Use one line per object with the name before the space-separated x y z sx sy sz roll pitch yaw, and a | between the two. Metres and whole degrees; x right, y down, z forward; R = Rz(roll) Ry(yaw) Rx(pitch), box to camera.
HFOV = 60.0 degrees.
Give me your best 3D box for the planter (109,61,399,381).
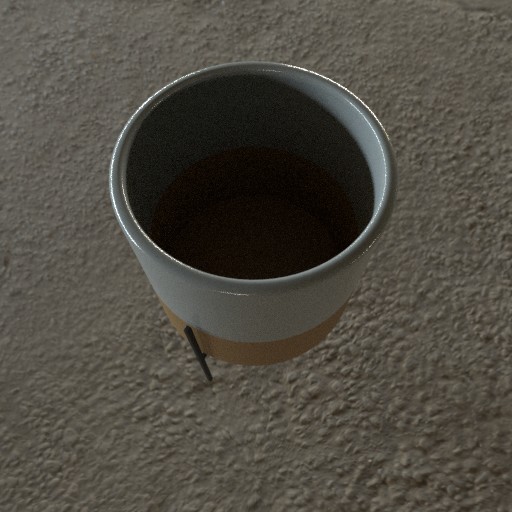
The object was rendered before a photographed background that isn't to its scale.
planter | 0.000 0.000 0.650 0.310 0.432 0.310 13 64 7
